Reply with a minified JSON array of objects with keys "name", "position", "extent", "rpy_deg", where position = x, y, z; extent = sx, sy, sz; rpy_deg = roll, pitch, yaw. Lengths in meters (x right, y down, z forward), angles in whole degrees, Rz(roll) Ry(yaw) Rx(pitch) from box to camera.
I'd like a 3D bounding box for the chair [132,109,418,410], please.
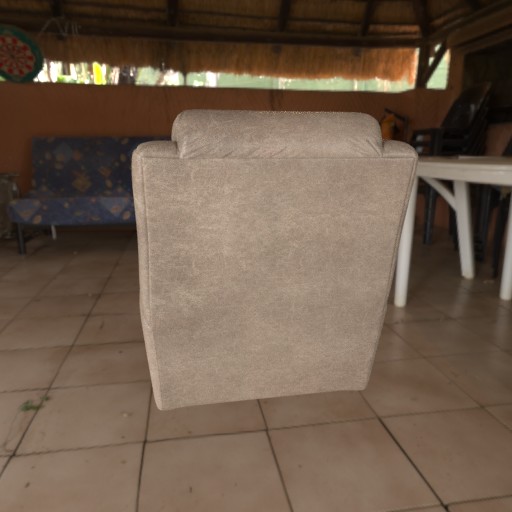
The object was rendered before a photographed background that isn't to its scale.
[{"name":"chair","position":[0.000,0.000,1.890],"extent":[0.967,1.116,1.068],"rpy_deg":[-3,14,-10]}]
